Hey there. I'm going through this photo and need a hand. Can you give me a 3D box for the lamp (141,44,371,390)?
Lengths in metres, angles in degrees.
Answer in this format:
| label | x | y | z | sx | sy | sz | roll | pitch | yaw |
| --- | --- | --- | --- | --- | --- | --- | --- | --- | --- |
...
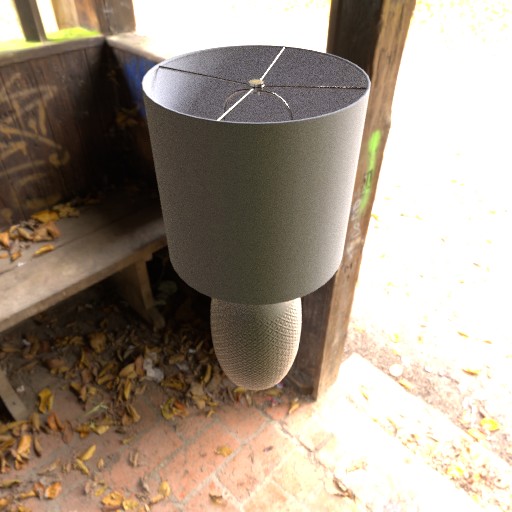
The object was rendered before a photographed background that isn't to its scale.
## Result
| label | x | y | z | sx | sy | sz | roll | pitch | yaw |
| --- | --- | --- | --- | --- | --- | --- | --- | --- | --- |
| lamp | 0.000 | 0.000 | 0.572 | 0.217 | 0.453 | 0.217 | 11 | 42 | 13 |
